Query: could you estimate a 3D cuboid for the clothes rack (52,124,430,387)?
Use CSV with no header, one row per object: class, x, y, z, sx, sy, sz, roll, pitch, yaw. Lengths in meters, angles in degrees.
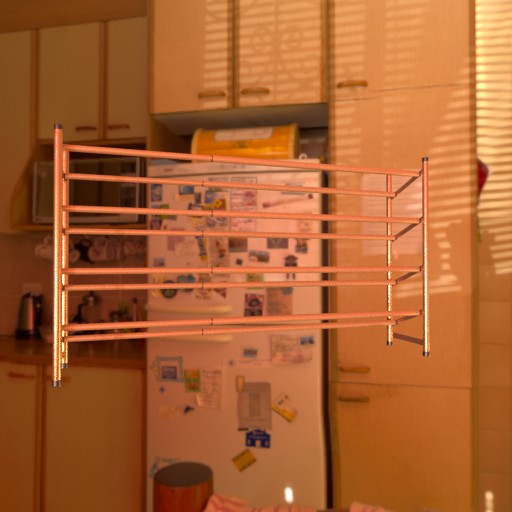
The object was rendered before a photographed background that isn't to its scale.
clothes rack,0.000,0.000,1.418,1.168,0.672,0.229,0,-1,-18
